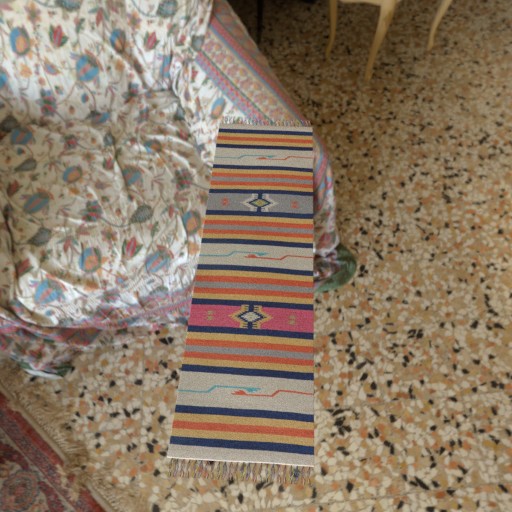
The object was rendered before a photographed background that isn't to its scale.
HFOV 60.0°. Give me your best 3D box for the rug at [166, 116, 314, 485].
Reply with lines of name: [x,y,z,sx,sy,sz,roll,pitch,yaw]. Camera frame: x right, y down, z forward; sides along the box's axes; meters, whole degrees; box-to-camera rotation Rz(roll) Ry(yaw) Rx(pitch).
rug: [0.000,0.000,2.692,0.695,0.017,2.455,3,58,2]
